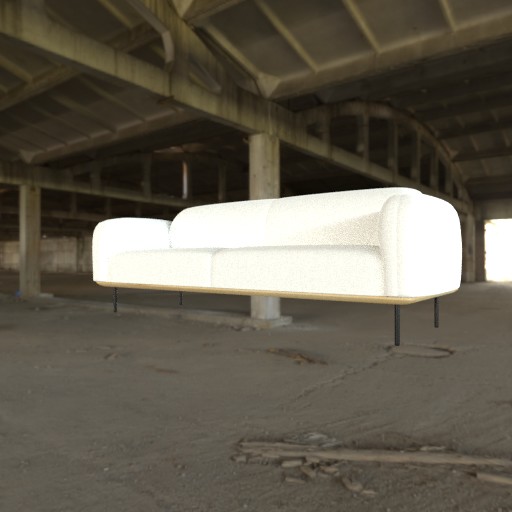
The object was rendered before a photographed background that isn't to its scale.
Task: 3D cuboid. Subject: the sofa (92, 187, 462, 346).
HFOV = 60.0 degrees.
[{"bbox_3d":[0.000,0.000,2.746,2.280,0.780,0.870,0,0,37],"label":"sofa"}]
